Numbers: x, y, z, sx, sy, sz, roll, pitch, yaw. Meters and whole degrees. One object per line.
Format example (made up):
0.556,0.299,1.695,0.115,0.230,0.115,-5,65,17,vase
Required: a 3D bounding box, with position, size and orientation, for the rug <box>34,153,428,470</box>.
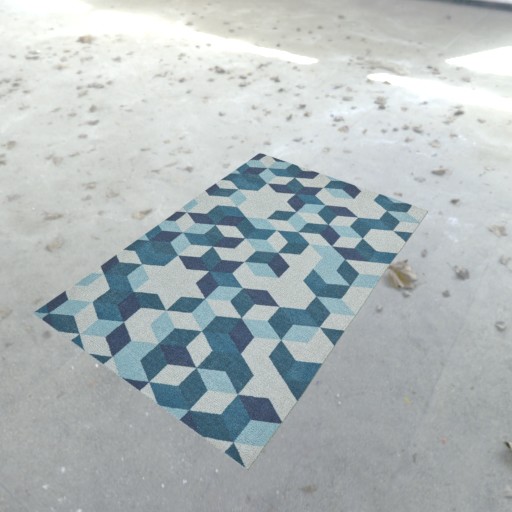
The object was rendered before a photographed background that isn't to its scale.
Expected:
0.000,0.000,2.332,1.235,0.014,1.829,25,47,26,rug
